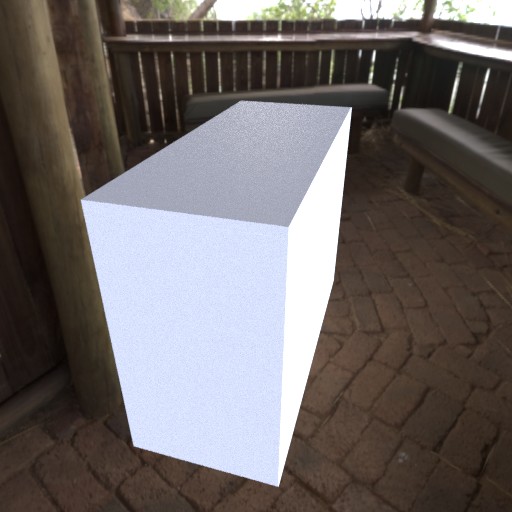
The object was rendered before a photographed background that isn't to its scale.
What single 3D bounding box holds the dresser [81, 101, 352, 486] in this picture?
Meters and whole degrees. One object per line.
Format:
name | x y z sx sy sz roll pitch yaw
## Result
dresser | 0.000 0.000 1.559 0.460 0.820 1.100 9 31 14
